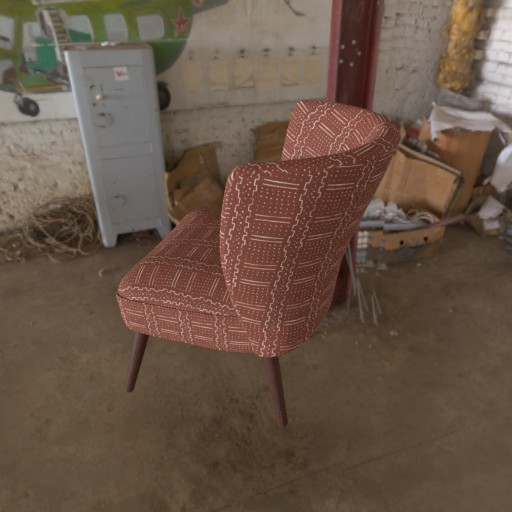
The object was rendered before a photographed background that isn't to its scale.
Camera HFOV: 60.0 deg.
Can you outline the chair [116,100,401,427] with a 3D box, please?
[{"bbox_3d":[0.000,0.000,1.418,0.758,0.866,0.706,9,33,14],"label":"chair"}]
